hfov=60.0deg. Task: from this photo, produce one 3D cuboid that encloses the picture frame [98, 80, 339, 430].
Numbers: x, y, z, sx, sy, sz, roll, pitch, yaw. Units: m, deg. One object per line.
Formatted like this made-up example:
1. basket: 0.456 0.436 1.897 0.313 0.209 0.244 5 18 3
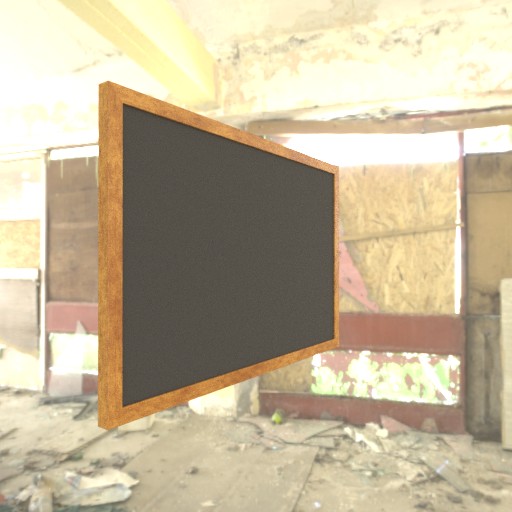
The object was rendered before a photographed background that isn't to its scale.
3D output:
1. picture frame: 0.000 0.000 1.165 0.029 0.621 0.922 0 0 37
